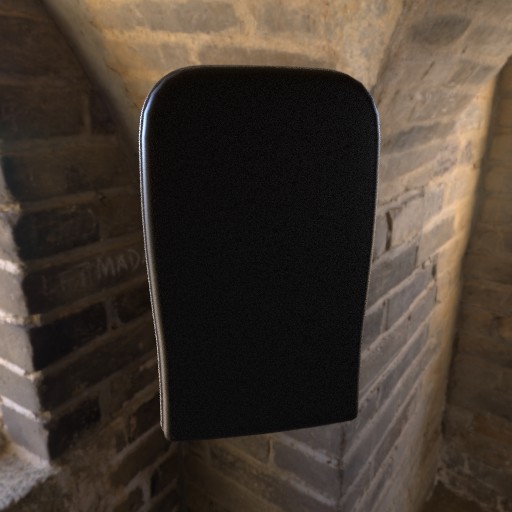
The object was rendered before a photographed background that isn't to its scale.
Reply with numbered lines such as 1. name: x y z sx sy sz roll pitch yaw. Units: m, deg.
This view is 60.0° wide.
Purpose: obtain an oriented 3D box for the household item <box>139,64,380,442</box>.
1. household item: 0.000 0.000 0.147 0.070 0.114 0.038 -3 16 -10
